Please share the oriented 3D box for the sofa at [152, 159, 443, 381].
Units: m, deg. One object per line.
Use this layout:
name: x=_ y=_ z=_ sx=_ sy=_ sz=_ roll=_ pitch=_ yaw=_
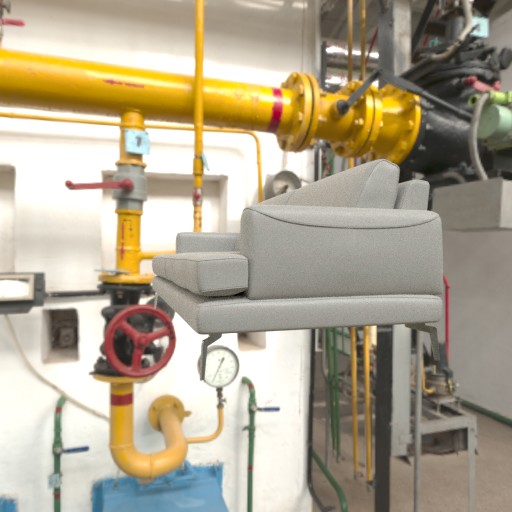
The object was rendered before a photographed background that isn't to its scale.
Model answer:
sofa: x=0.000 y=0.000 z=2.399 sx=0.974 sy=0.765 sz=1.940 roll=0 pitch=0 yaw=-17
